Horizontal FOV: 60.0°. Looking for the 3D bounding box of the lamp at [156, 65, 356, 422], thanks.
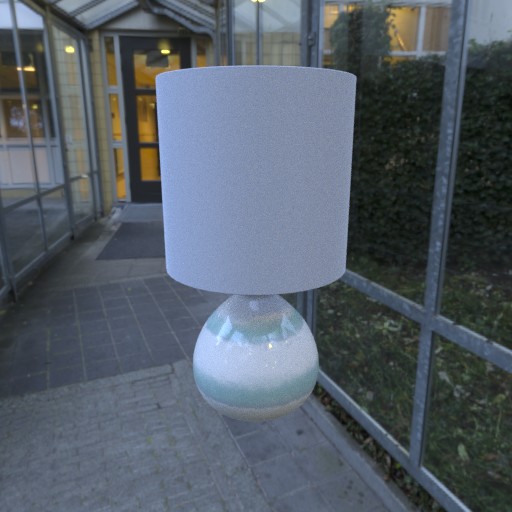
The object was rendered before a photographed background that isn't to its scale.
[{"bbox_3d":[0.000,0.000,0.543,0.217,0.404,0.217,-3,16,-9],"label":"lamp"}]
